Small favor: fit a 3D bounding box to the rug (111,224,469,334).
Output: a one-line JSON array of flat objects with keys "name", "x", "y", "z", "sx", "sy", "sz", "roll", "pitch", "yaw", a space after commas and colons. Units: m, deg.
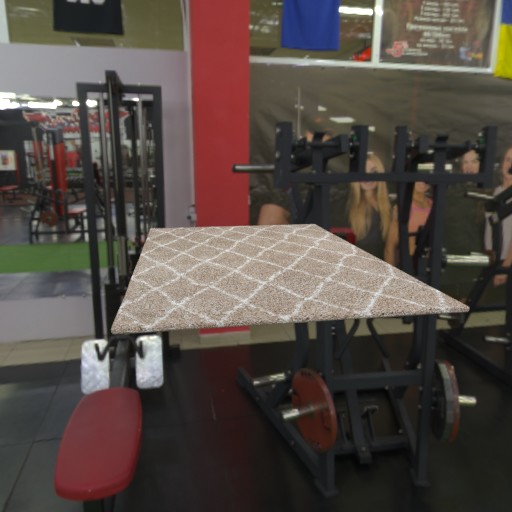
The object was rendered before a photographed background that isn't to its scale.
[{"name": "rug", "x": 0.000, "y": 0.000, "z": 3.442, "sx": 1.778, "sy": 0.030, "sz": 2.743, "roll": -2, "pitch": 13, "yaw": -9}]
